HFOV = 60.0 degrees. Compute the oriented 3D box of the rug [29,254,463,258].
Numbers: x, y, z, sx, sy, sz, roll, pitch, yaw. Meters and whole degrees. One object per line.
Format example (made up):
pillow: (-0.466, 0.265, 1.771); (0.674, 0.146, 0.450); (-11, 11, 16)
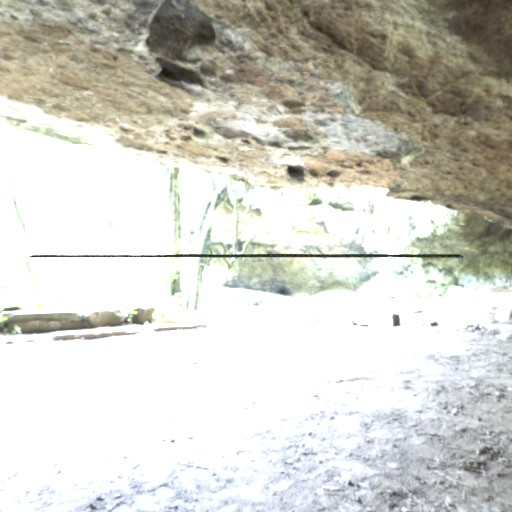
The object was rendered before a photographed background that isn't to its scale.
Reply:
rug: (0.000, 0.000, 3.092); (2.443, 0.021, 1.538); (0, 0, 17)
